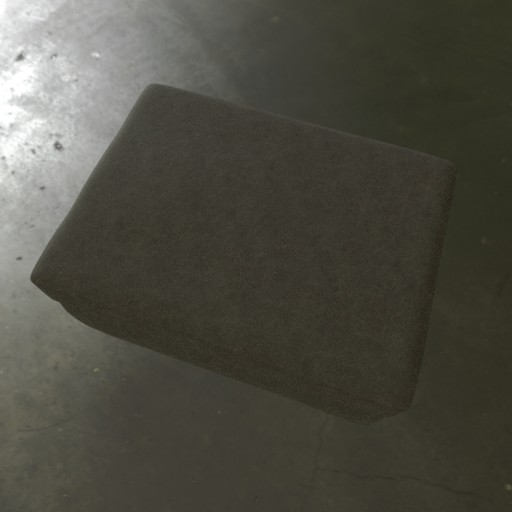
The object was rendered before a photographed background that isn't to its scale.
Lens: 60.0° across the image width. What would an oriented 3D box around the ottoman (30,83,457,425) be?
[{"bbox_3d":[0.000,0.000,1.197,0.839,0.464,0.639,18,66,8],"label":"ottoman"}]
